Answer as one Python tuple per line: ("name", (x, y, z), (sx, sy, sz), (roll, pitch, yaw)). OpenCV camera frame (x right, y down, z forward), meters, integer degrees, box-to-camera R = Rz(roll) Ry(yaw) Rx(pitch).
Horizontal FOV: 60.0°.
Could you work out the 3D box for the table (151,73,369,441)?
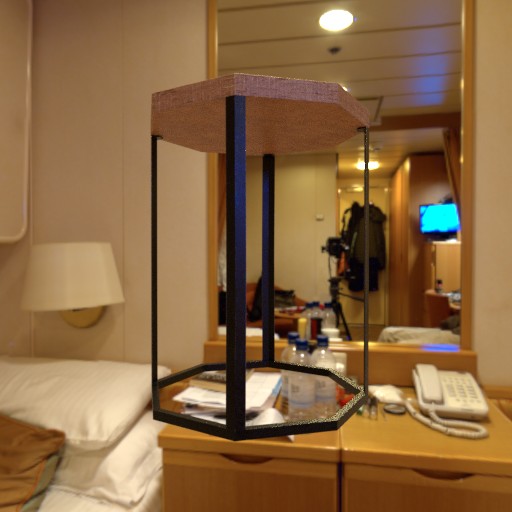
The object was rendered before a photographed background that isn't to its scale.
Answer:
("table", (0.000, 0.000, 0.881), (0.437, 0.553, 0.437), (-1, 1, -37))
